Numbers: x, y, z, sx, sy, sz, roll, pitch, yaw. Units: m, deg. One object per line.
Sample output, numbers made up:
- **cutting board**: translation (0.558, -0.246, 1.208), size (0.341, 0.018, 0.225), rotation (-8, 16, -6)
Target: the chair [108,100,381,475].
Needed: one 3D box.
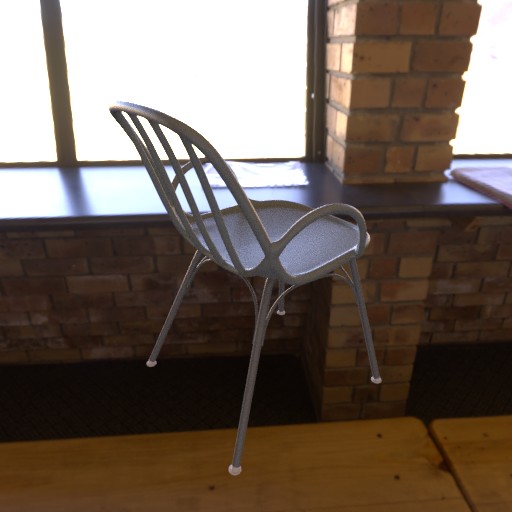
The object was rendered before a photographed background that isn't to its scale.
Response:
- **chair**: translation (0.000, 0.000, 1.185), size (0.597, 0.816, 0.549), rotation (-17, 31, -32)
